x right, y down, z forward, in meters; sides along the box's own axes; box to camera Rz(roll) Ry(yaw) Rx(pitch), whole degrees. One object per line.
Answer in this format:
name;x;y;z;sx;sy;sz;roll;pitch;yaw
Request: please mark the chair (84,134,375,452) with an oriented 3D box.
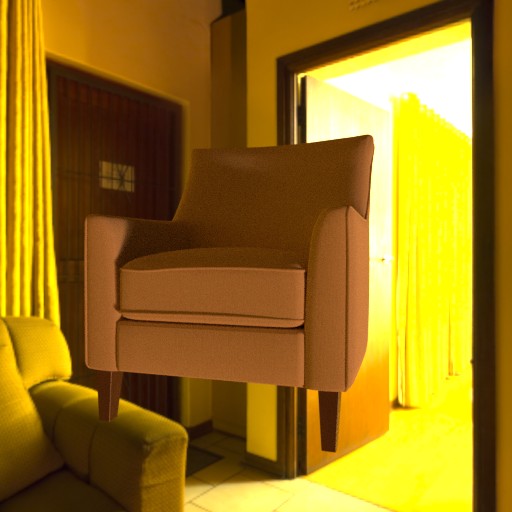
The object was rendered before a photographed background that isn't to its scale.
chair;0.000;0.000;1.513;0.756;0.916;0.879;0;0;18
